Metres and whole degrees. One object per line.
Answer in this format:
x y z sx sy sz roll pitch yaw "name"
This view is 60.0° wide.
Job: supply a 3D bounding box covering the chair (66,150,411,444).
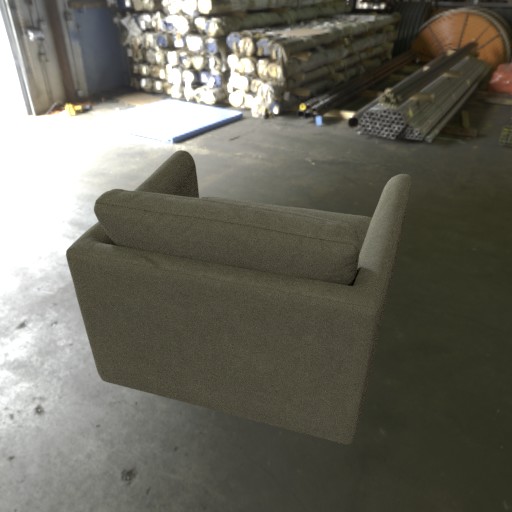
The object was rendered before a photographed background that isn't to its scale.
0.000 0.000 1.914 1.190 0.845 1.091 9 33 14 "chair"
